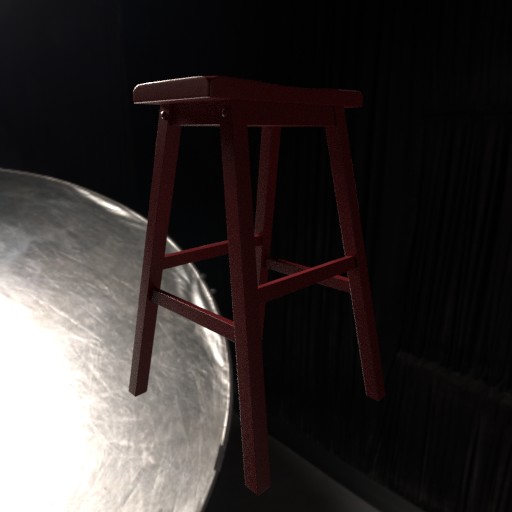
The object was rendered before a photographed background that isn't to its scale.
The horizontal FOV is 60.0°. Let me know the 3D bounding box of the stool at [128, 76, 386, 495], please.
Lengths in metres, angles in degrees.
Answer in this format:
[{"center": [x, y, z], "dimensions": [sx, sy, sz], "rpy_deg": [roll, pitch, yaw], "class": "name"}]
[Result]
[{"center": [0.000, 0.000, 1.036], "dimensions": [0.457, 0.737, 0.476], "rpy_deg": [-15, 22, -42], "class": "stool"}]
